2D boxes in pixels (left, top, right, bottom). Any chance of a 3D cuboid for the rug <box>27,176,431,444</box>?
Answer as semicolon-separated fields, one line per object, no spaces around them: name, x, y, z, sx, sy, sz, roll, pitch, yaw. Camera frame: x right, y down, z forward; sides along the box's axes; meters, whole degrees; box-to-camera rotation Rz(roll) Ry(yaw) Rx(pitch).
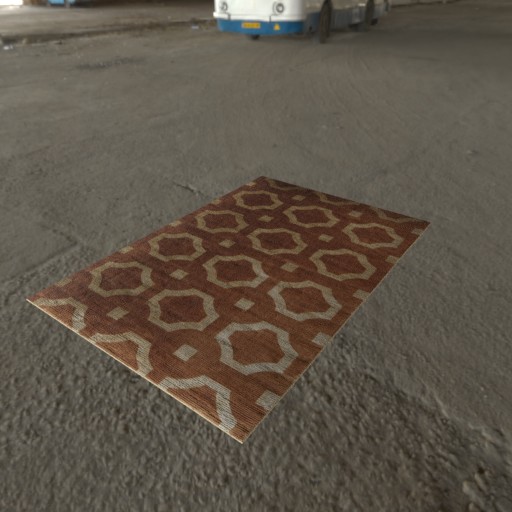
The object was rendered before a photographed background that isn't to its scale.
rug;0.000;0.000;2.904;1.555;0.016;2.286;21;38;30
